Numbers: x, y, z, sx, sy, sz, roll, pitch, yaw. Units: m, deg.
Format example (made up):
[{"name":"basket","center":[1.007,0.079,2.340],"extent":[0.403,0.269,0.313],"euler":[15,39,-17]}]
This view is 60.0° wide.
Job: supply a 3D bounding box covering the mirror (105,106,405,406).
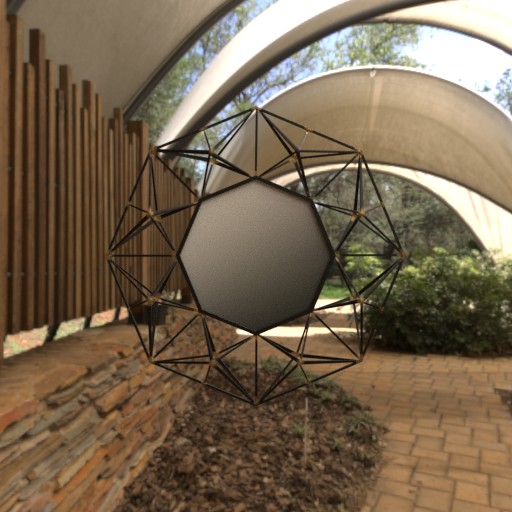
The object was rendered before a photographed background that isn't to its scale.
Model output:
[{"name":"mirror","center":[0.000,0.000,1.052],"extent":[0.710,0.710,0.094],"euler":[0,0,-1]}]
